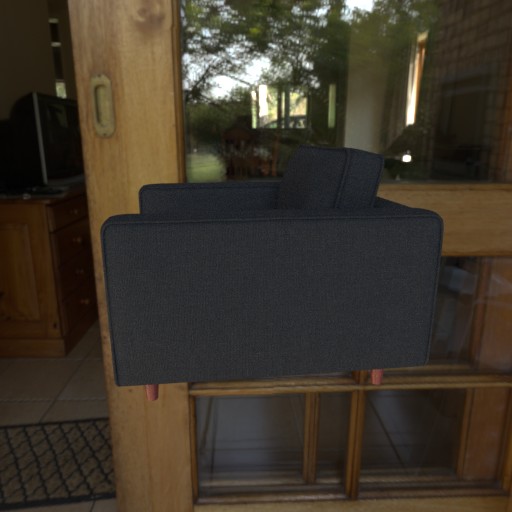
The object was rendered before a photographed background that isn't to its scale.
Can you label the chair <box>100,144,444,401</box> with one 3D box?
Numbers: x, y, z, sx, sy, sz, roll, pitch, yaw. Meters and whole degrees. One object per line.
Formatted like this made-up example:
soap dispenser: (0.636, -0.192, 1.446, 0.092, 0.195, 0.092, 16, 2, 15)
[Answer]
chair: (0.000, 0.000, 1.594, 0.919, 0.770, 0.899, -2, 15, -7)
